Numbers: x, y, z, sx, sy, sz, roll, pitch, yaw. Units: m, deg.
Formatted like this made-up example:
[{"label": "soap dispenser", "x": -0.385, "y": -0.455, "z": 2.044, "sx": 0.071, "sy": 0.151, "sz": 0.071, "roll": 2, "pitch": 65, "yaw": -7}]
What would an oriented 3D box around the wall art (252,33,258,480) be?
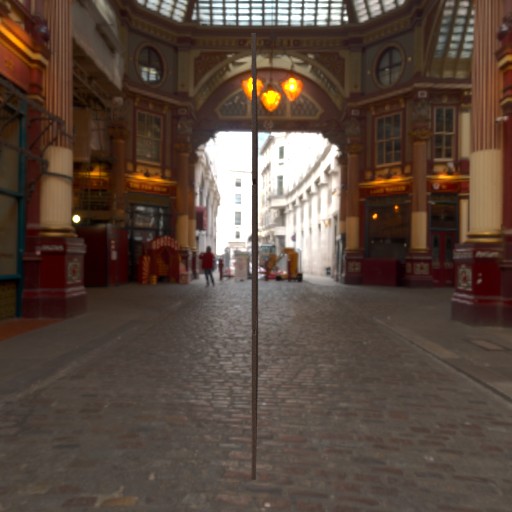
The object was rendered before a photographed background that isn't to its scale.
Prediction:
[{"label": "wall art", "x": 0.000, "y": 0.000, "z": 2.276, "sx": 0.014, "sy": 1.525, "sz": 1.527, "roll": 0, "pitch": 0, "yaw": 1}]
